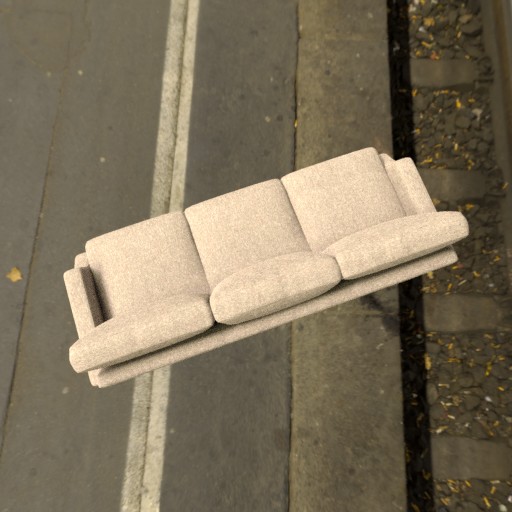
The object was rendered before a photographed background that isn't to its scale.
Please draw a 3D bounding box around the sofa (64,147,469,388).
[{"bbox_3d":[0.000,0.000,2.611,2.115,0.984,0.888,-19,77,-4],"label":"sofa"}]
